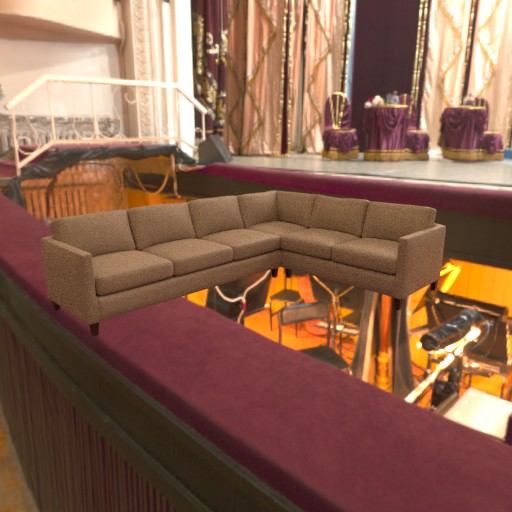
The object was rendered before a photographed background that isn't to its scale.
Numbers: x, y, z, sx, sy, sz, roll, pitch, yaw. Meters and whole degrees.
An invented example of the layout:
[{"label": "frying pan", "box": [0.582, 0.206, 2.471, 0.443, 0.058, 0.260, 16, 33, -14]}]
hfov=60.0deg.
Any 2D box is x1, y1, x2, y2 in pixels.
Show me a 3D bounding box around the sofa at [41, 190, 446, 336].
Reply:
[{"label": "sofa", "box": [0.000, 0.000, 4.499, 2.522, 0.934, 3.333, 14, 21, 43]}]
